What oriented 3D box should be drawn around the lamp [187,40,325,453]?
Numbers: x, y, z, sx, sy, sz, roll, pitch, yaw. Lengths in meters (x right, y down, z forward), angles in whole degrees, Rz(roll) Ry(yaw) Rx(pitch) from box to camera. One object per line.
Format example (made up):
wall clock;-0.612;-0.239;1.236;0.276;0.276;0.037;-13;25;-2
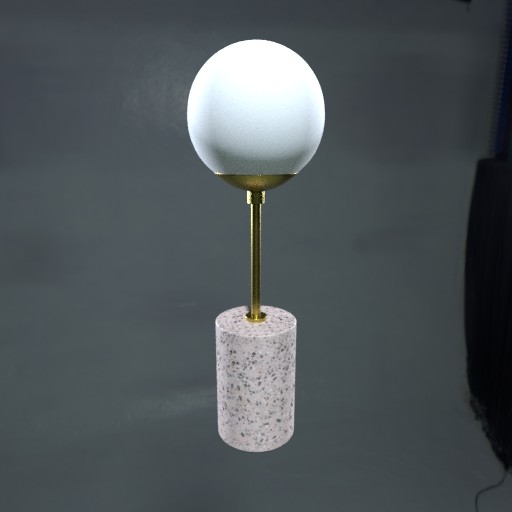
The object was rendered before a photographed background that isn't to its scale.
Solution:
lamp;0.000;0.000;0.540;0.153;0.480;0.153;0;14;0
